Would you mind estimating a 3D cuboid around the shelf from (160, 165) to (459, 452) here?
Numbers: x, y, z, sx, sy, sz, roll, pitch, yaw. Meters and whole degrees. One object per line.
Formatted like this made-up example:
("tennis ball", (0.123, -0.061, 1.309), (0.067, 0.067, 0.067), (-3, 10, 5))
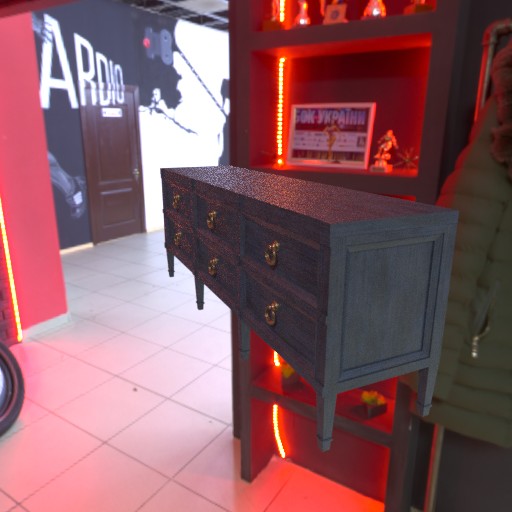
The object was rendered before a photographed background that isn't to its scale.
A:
("shelf", (0.000, 0.000, 2.153), (0.471, 0.715, 1.878), (-7, 18, -24))
